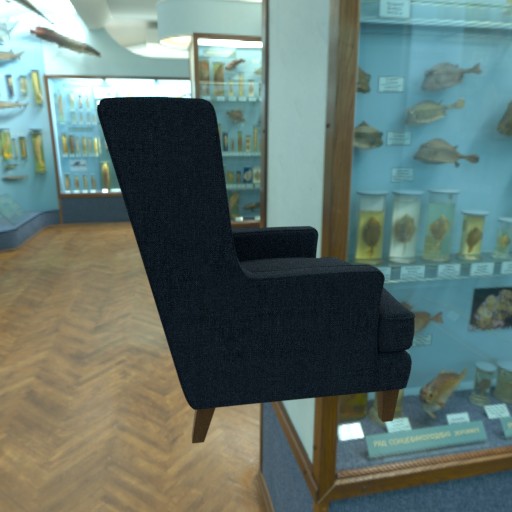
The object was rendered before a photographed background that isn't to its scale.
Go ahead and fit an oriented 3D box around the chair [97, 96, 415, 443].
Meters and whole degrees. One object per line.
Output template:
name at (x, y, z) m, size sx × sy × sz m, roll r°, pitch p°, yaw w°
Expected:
chair at (0.000, 0.000, 1.682) m, size 0.947 × 1.072 × 0.764 m, roll -3°, pitch 15°, yaw -10°
